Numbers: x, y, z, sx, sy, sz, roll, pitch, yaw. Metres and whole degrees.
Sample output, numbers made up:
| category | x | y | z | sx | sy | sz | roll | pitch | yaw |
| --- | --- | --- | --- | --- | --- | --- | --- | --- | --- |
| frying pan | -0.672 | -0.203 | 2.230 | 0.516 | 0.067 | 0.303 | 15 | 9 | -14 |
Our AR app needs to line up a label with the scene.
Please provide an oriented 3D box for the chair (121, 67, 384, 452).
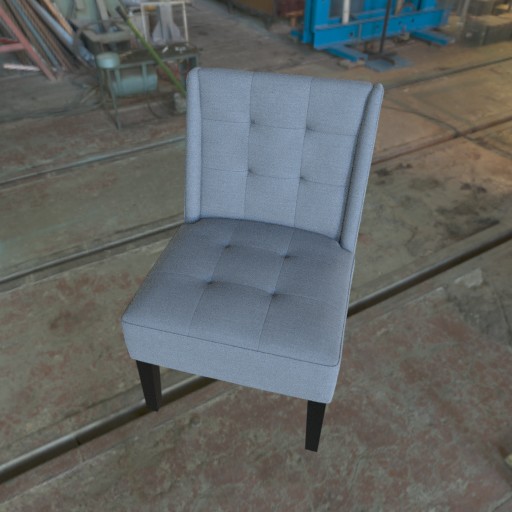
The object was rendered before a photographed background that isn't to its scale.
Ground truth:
| category | x | y | z | sx | sy | sz | roll | pitch | yaw |
| --- | --- | --- | --- | --- | --- | --- | --- | --- | --- |
| chair | 0.000 | 0.000 | 1.302 | 0.569 | 0.853 | 0.676 | 10 | 42 | 11 |
